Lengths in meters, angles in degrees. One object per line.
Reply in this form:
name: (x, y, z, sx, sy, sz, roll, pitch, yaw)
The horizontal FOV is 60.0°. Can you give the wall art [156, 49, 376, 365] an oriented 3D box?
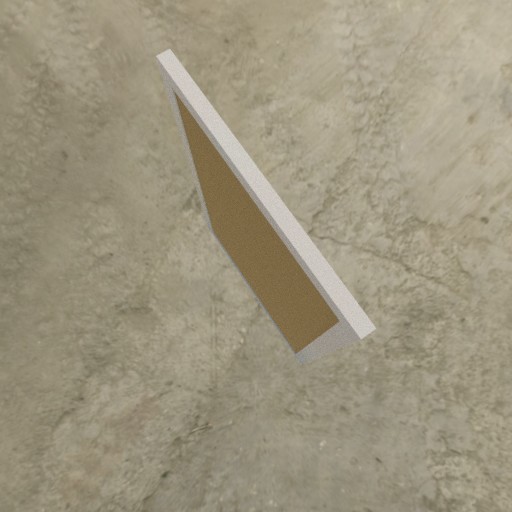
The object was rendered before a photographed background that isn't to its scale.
wall art: (0.000, 0.000, 1.469, 0.038, 1.143, 0.764, -33, 77, -9)
